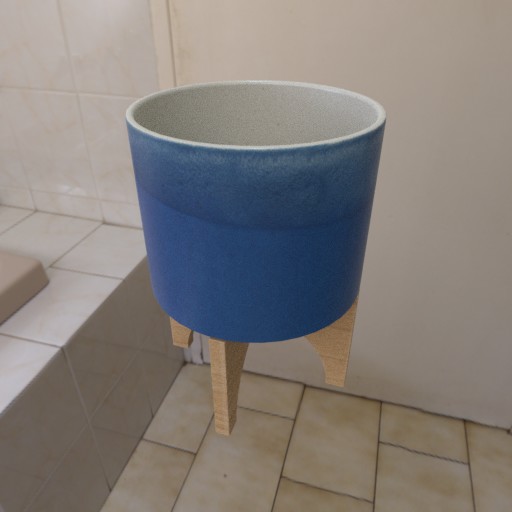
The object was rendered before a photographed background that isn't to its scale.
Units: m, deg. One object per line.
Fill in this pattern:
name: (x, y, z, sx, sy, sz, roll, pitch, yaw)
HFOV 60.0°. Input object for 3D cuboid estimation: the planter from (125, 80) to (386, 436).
planter: (0.000, 0.000, 0.554, 0.261, 0.367, 0.261, 0, 33, 0)
